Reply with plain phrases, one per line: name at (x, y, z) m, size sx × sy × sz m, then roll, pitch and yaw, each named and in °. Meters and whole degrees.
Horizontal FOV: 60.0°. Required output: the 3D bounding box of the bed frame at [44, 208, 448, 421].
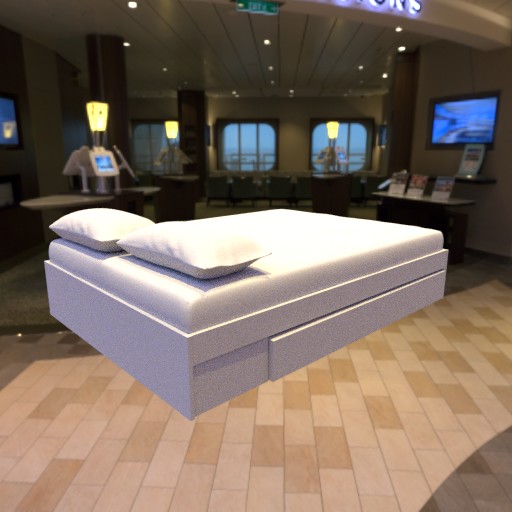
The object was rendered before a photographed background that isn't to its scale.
bed frame at (0.000, 0.000, 2.647) m, size 1.950 × 0.629 × 1.450 m, roll -12°, pitch 19°, yaw -41°
